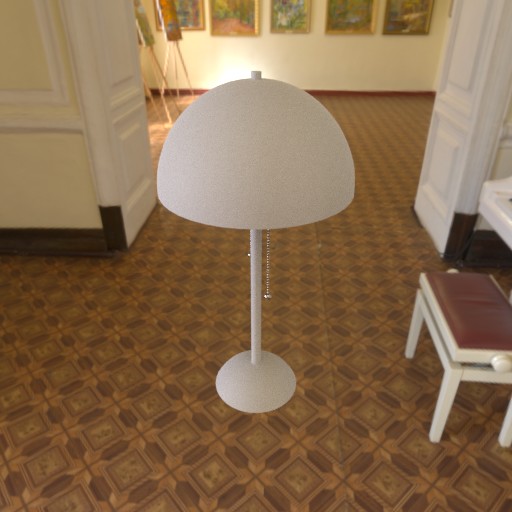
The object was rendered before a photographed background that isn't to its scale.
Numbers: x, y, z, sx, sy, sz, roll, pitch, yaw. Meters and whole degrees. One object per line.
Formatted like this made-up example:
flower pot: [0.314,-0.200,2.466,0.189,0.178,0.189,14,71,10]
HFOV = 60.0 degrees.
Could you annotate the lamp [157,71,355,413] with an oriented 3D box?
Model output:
lamp: [0.000,0.000,0.427,0.171,0.330,0.171,0,30,0]
